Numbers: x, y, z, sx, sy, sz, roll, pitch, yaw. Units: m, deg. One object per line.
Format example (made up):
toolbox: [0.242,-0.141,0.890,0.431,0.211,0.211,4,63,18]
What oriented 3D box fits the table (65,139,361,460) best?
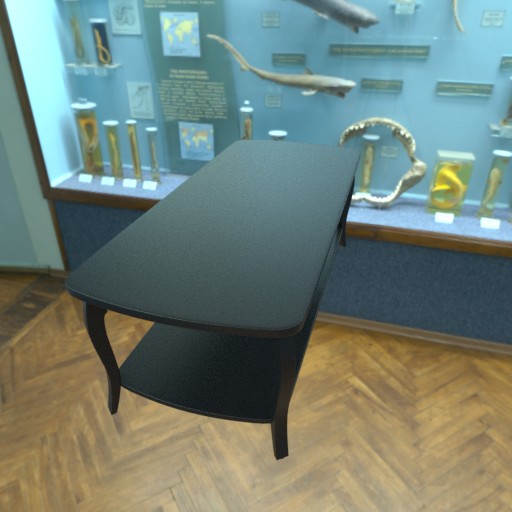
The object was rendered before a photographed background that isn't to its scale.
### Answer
table: [0.000,0.000,1.577,0.571,0.457,1.333,9,31,15]
